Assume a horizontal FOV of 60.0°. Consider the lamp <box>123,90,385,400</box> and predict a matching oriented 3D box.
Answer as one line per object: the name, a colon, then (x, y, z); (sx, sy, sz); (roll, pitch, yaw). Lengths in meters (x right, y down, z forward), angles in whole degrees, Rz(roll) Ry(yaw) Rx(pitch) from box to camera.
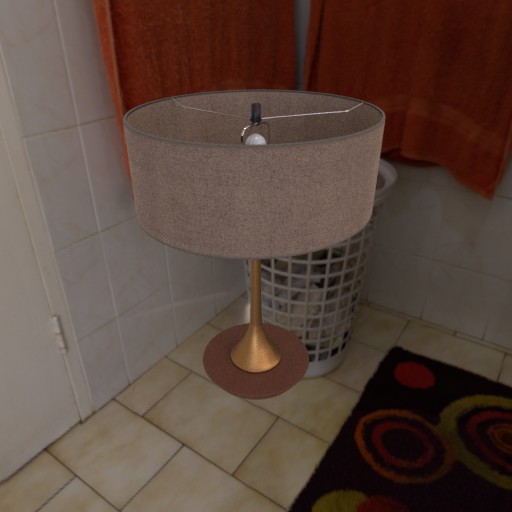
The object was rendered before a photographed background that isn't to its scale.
lamp: (0.000, 0.000, 0.834); (0.396, 0.551, 0.417); (20, 35, 31)
